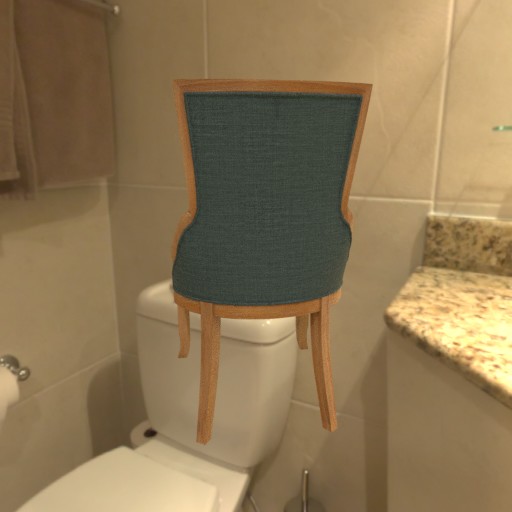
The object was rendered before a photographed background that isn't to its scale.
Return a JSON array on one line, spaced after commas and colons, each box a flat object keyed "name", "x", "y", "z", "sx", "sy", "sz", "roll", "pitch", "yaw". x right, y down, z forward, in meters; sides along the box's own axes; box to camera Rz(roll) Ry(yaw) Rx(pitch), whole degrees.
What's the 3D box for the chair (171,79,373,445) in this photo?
[{"name": "chair", "x": 0.000, "y": 0.000, "z": 1.376, "sx": 0.524, "sy": 0.947, "sz": 0.641, "roll": -2, "pitch": 14, "yaw": -9}]
